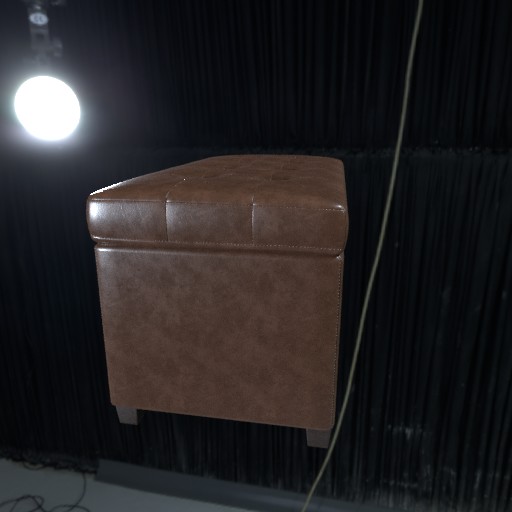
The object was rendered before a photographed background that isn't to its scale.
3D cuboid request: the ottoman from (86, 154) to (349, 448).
[{"bbox_3d":[0.000,0.000,1.137,0.432,0.470,0.838,3,17,10],"label":"ottoman"}]
